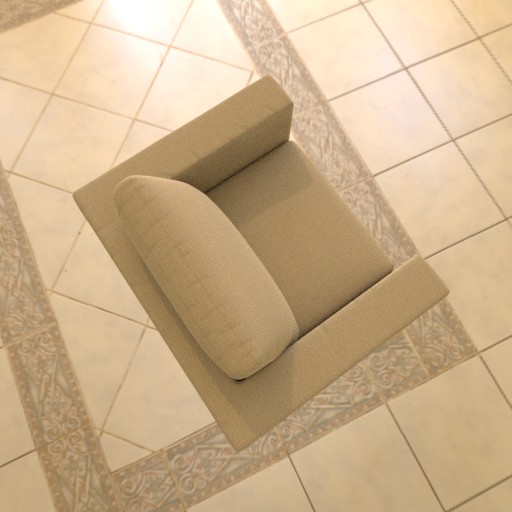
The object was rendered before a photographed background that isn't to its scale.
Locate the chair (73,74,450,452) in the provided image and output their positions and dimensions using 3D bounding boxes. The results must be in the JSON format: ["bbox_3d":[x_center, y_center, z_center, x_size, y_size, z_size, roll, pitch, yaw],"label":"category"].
[{"bbox_3d":[0.000,0.000,1.816,0.957,0.878,1.150,-34,77,-9],"label":"chair"}]
